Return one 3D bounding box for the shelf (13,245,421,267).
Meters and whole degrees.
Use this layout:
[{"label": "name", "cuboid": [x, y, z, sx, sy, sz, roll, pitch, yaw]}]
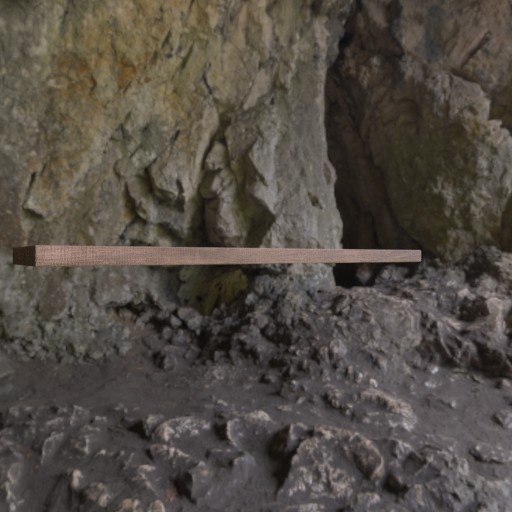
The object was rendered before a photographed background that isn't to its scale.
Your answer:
[{"label": "shelf", "cuboid": [0.000, 0.000, 0.647, 0.610, 0.020, 0.140, 0, 0, -36]}]
